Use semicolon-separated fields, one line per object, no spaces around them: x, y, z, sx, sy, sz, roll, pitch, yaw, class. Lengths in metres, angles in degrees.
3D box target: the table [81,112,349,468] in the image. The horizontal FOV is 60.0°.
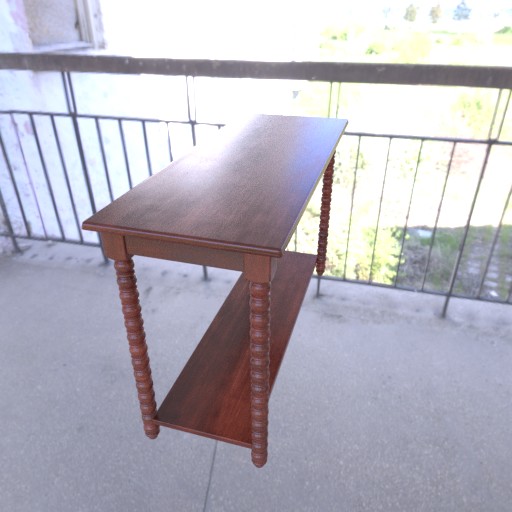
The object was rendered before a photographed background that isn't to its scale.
0.000;0.000;1.579;0.459;0.740;1.184;8;31;14;table
